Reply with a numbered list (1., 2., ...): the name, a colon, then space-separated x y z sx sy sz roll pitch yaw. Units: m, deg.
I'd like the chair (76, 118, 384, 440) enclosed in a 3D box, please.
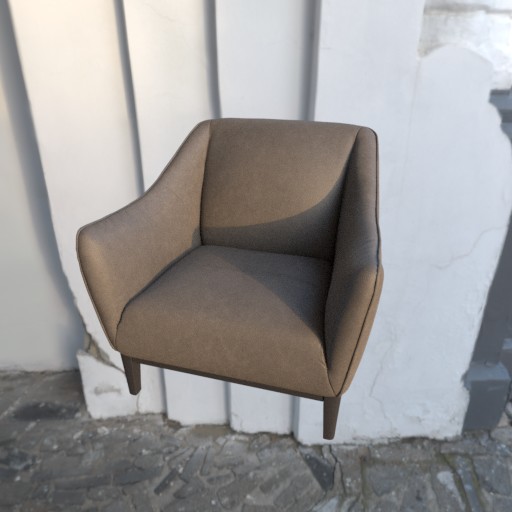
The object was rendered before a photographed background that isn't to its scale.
1. chair: 0.000 0.000 1.584 0.871 0.830 0.852 7 27 15
